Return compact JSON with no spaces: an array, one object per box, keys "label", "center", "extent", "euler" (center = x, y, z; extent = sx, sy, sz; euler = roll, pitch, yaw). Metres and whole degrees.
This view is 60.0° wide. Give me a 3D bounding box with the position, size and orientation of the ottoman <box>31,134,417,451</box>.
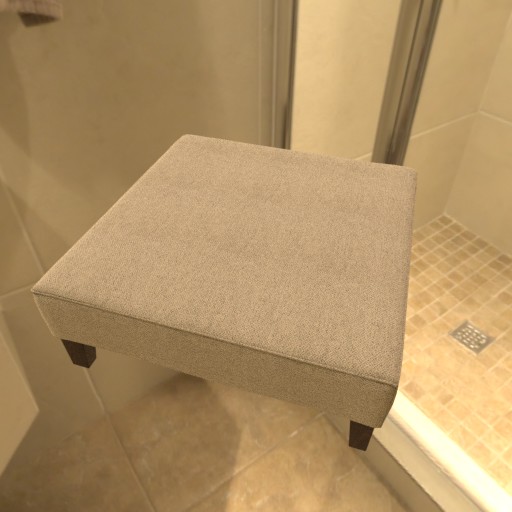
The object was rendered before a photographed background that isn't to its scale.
[{"label":"ottoman","center":[0.000,0.000,1.513],"extent":[0.973,0.381,0.982],"euler":[12,42,13]}]
